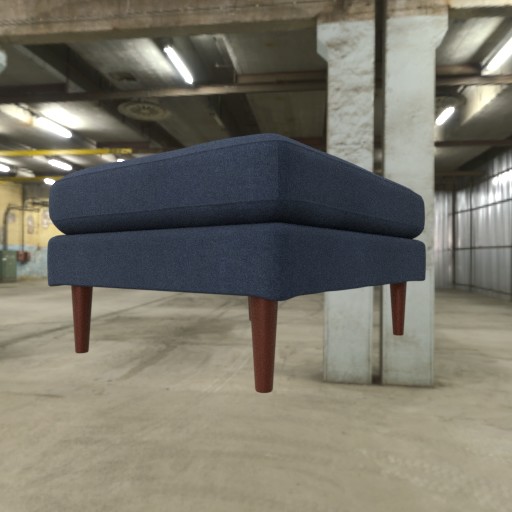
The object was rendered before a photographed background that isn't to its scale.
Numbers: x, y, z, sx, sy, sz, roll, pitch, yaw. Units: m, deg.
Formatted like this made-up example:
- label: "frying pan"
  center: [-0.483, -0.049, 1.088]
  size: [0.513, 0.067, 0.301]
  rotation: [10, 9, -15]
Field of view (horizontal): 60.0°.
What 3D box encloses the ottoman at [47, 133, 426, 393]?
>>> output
- label: "ottoman"
  center: [0.000, 0.000, 1.210]
  size: [0.693, 0.474, 0.821]
  rotation: [0, -1, 36]
